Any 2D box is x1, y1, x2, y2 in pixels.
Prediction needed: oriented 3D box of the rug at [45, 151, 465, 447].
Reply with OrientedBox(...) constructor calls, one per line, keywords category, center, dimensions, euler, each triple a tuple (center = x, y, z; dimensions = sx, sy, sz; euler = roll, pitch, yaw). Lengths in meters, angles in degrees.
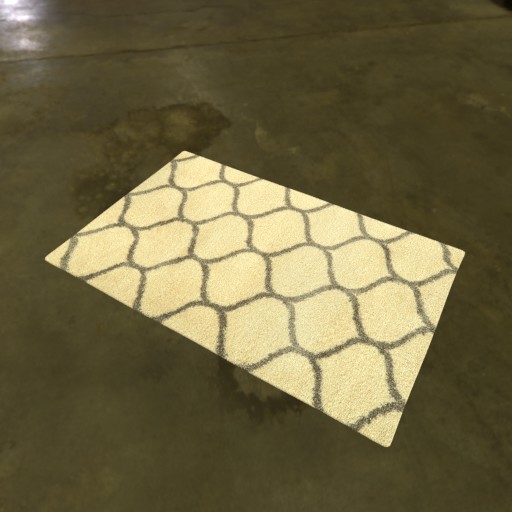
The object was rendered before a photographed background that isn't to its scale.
OrientedBox(category="rug", center=(0.000, 0.000, 2.926), dimensions=(2.348, 0.024, 1.501), euler=(24, 50, 21))
